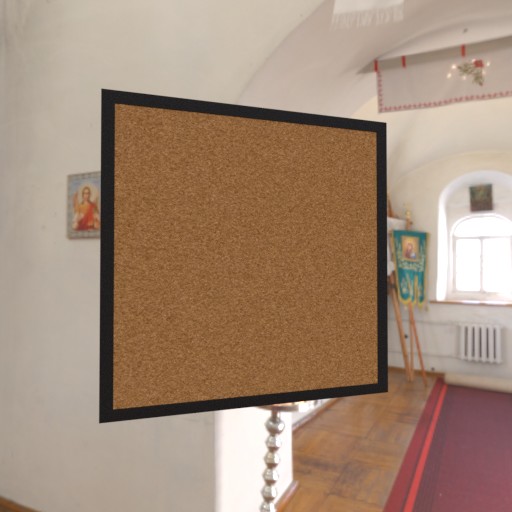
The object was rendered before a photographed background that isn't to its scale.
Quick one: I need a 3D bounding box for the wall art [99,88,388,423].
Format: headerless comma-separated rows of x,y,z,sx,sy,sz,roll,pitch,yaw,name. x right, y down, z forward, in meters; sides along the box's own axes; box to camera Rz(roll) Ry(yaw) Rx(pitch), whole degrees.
0.000,0.000,0.763,0.506,0.503,0.036,0,-1,-19,wall art
